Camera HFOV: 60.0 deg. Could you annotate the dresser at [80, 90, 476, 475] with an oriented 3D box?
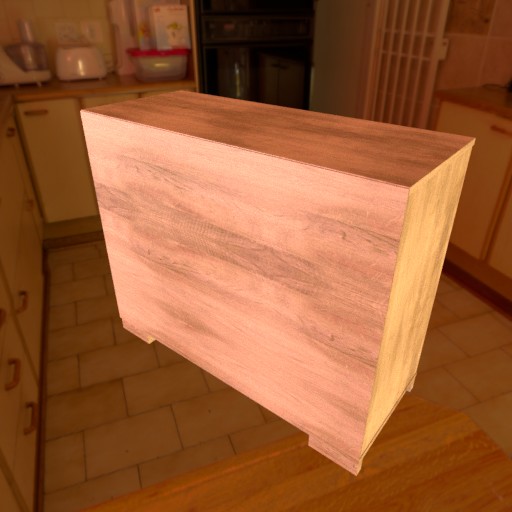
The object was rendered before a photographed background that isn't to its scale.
[{"bbox_3d":[0.000,0.000,1.373,0.994,0.816,0.404,22,37,32],"label":"dresser"}]
